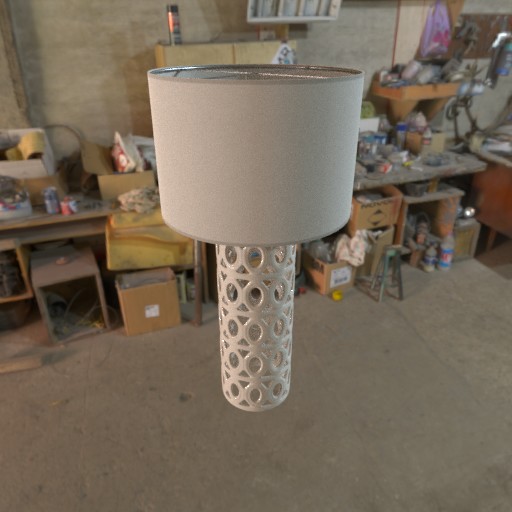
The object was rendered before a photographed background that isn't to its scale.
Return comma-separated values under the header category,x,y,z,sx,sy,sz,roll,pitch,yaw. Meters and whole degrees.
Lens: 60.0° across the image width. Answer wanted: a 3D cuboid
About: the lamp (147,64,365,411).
category,x,y,z,sx,sy,sz,roll,pitch,yaw
lamp,0.000,0.000,0.821,0.324,0.636,0.325,18,32,32
